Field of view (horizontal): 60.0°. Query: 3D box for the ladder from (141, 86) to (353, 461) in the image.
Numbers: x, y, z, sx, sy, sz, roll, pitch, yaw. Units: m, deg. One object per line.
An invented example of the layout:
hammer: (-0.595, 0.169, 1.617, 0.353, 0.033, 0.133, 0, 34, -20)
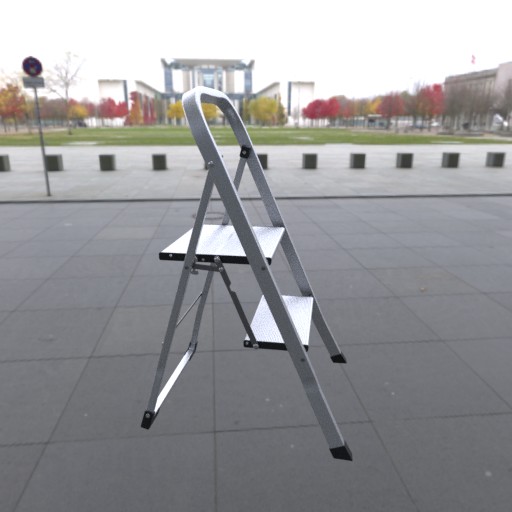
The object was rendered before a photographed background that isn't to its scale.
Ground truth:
ladder: (0.000, 0.000, 1.167, 0.530, 0.830, 0.465, 3, 17, 9)
